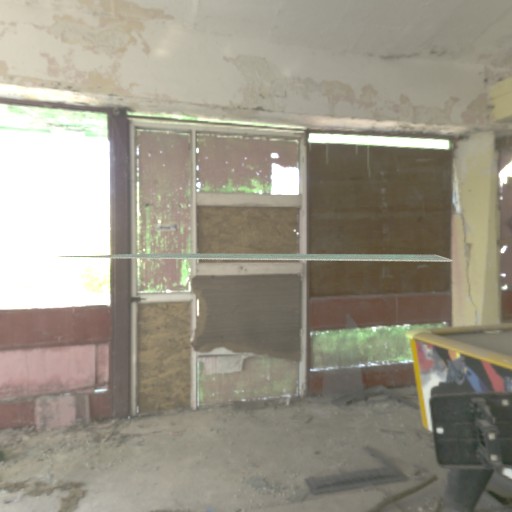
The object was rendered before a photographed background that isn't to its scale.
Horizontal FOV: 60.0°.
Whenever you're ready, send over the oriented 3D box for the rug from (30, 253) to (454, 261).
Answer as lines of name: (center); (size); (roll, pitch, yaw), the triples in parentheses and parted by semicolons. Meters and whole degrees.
rug: (0.000, 0.000, 2.946); (2.286, 0.006, 1.524); (0, 1, 20)
